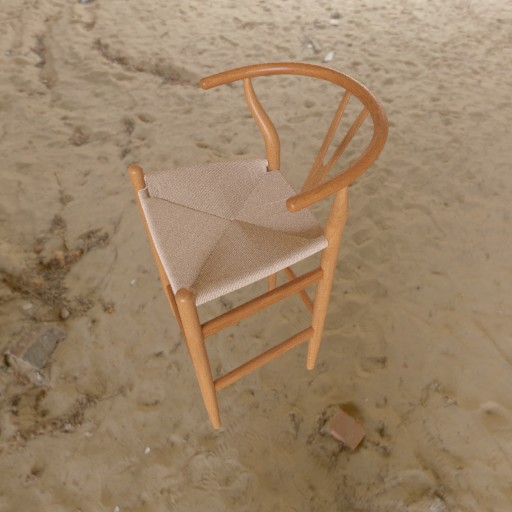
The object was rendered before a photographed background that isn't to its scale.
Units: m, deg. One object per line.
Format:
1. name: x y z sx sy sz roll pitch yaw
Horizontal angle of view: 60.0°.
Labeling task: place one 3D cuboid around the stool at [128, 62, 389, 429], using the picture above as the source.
1. stool: 0.000 0.000 1.344 0.579 0.970 0.569 -17 49 -15
